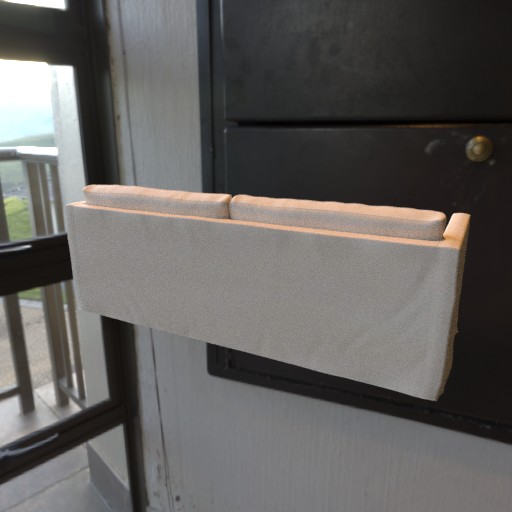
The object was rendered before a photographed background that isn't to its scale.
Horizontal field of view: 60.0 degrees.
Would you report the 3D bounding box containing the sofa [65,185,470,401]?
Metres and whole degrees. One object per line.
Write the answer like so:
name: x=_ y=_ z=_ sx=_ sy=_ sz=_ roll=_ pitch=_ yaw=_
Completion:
sofa: x=0.000 y=0.000 z=3.251 sx=2.779 sy=0.999 sz=1.036 roll=8 pitch=18 yaw=26
